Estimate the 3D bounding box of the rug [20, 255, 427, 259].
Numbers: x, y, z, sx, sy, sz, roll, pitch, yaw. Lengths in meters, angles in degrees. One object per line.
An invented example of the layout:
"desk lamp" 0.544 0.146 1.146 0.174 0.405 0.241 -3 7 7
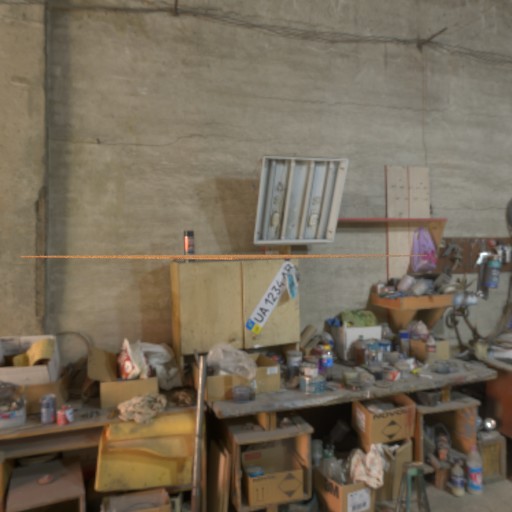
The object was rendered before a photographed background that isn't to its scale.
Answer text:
"rug" 0.000 0.000 2.895 1.524 0.006 2.285 0 0 37
